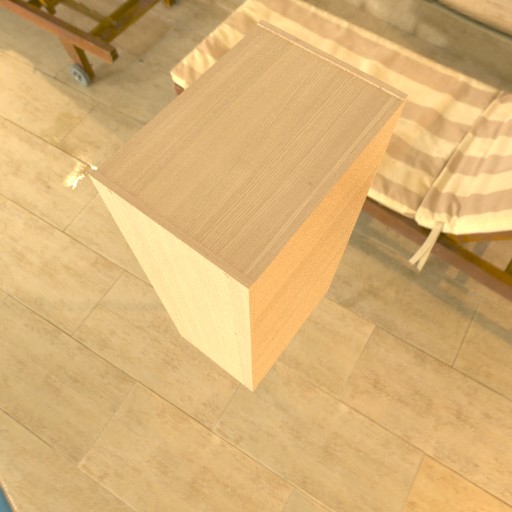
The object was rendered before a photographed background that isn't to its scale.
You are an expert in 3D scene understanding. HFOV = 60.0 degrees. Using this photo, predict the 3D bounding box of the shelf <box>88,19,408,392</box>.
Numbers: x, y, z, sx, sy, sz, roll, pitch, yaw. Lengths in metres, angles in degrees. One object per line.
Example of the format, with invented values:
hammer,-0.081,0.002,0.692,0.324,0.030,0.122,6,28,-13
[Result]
shelf,0.000,0.000,1.067,0.292,0.876,0.417,35,69,15
